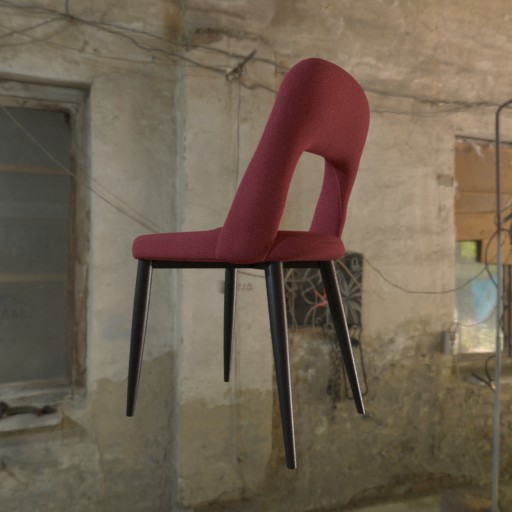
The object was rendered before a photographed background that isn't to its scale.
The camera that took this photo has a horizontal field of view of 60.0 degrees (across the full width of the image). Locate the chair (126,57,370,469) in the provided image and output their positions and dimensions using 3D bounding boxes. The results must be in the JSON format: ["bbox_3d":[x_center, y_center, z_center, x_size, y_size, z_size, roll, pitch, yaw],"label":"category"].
[{"bbox_3d":[0.000,0.000,1.222,0.569,0.892,0.483,0,0,36],"label":"chair"}]
